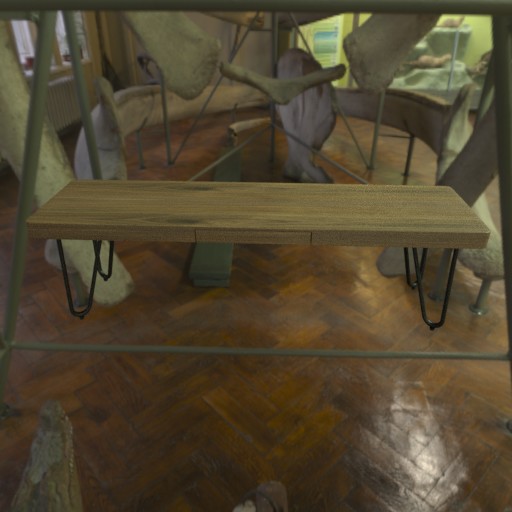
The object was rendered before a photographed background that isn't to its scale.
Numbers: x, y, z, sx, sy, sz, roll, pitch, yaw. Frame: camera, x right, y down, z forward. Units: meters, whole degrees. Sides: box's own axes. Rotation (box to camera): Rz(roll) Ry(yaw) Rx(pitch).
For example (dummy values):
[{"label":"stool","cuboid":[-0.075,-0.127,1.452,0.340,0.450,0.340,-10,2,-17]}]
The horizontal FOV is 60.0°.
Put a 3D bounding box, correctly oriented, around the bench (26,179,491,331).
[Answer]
[{"label":"bench","cuboid":[0.000,0.000,1.773,1.570,0.462,0.425,1,30,2]}]
